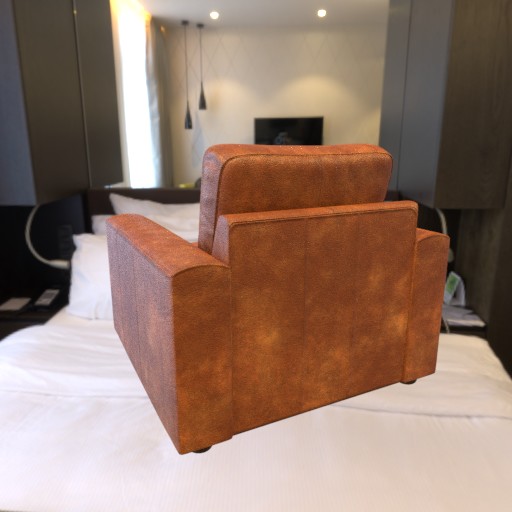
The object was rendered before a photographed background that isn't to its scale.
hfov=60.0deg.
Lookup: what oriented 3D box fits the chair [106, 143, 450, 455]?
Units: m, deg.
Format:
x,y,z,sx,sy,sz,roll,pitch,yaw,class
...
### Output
x,y,z,sx,sy,sz,roll,pitch,yaw,class
0.000,0.000,1.774,1.005,0.873,1.016,-7,16,-26,chair
